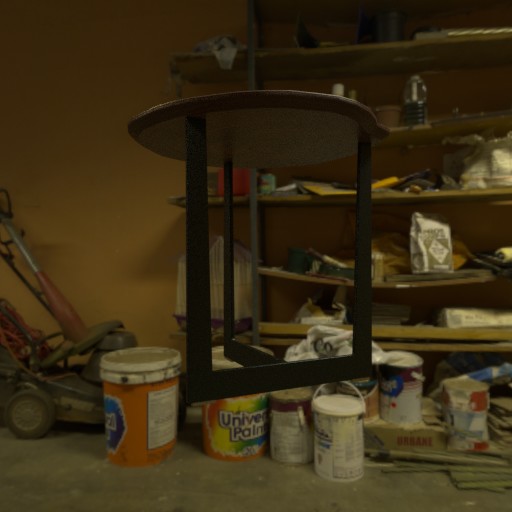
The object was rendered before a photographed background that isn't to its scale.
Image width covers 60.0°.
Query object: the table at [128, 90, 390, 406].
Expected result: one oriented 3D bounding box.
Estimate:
[{"bbox_3d":[0.000,0.000,0.873,0.477,0.476,0.494,0,-1,-36],"label":"table"}]
